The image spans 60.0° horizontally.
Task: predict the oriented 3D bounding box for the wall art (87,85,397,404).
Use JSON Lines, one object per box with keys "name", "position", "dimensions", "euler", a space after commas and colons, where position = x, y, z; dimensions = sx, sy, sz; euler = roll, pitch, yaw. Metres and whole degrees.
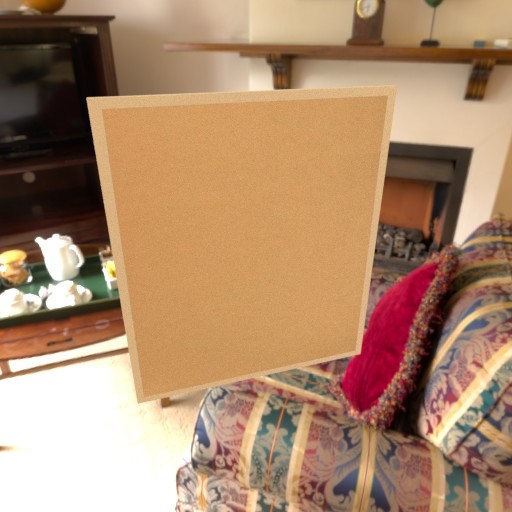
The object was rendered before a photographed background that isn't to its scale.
{"name": "wall art", "position": [0.000, 0.000, 0.793], "dimensions": [0.482, 0.557, 0.012], "euler": [-8, 28, -16]}
